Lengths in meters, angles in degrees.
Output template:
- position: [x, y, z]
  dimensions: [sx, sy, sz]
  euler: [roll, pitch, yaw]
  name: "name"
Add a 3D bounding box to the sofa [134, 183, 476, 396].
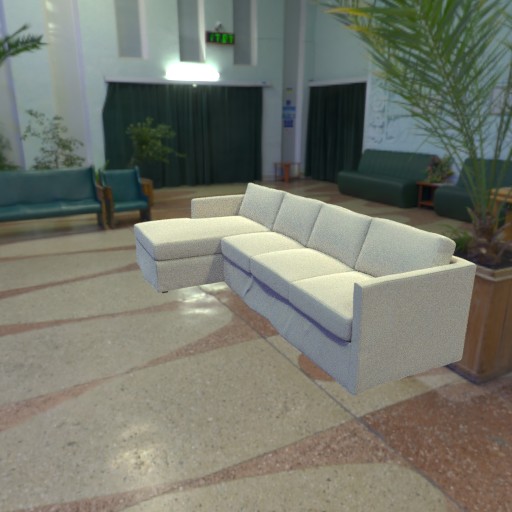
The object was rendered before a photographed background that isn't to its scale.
- position: [0.000, 0.000, 3.965]
  dimensions: [1.650, 0.922, 3.205]
  euler: [-8, 19, -24]
  name: "sofa"
